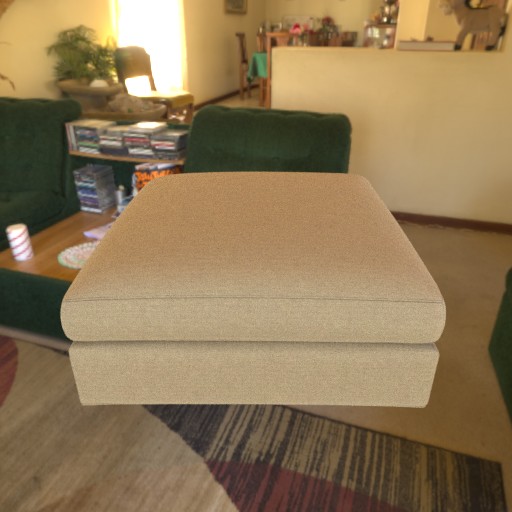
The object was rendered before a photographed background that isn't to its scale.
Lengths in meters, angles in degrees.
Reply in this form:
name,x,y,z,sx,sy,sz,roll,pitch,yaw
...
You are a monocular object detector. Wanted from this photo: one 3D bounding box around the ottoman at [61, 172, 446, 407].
name,x,y,z,sx,sy,sz,roll,pitch,yaw
ottoman,0.000,0.000,1.642,1.041,0.470,1.041,0,28,1
